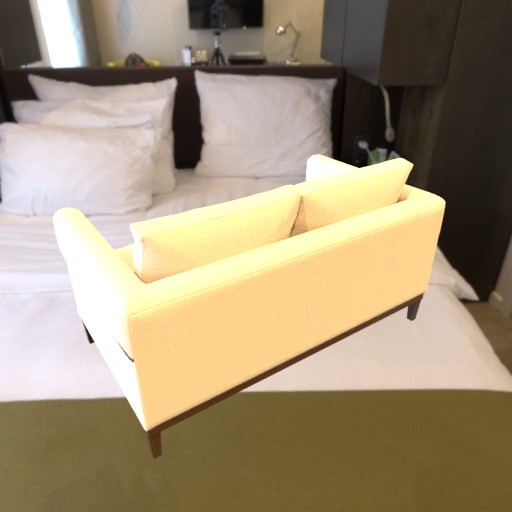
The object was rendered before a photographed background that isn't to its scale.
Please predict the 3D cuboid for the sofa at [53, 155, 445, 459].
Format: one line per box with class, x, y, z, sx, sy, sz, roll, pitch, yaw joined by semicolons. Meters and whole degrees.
sofa;0.000;0.000;2.135;1.598;0.873;0.905;-18;34;-30
